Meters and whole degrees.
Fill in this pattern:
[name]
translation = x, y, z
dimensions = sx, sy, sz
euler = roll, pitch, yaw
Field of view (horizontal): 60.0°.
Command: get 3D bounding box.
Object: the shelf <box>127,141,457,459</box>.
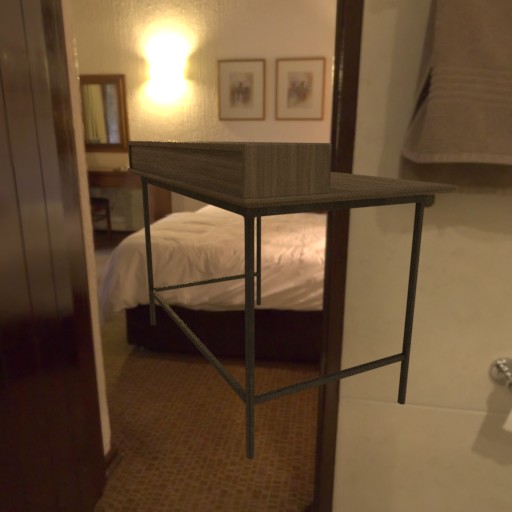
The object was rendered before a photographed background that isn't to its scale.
[shelf]
translation = 0.000, 0.000, 1.731
dimensions = 0.685, 0.865, 1.212
euler = -8, 17, -26
